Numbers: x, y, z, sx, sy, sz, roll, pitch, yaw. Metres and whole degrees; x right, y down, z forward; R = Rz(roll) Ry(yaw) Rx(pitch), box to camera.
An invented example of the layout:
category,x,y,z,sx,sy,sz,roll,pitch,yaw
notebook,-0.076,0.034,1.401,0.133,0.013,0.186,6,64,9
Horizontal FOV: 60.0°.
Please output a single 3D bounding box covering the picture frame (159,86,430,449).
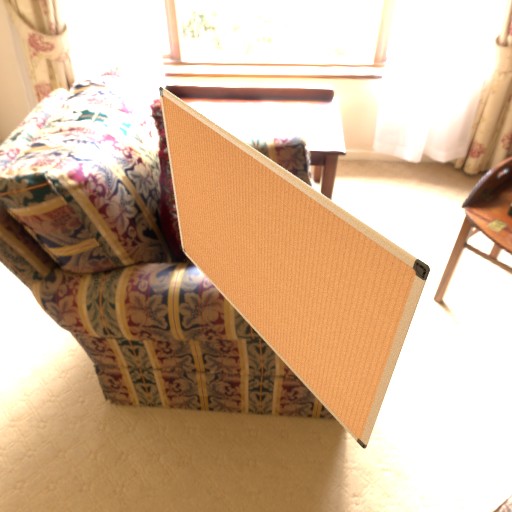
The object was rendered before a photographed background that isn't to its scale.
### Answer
category,x,y,z,sx,sy,sz,roll,pitch,yaw
picture frame,0.000,0.000,1.141,0.010,0.600,0.900,-26,48,-26
